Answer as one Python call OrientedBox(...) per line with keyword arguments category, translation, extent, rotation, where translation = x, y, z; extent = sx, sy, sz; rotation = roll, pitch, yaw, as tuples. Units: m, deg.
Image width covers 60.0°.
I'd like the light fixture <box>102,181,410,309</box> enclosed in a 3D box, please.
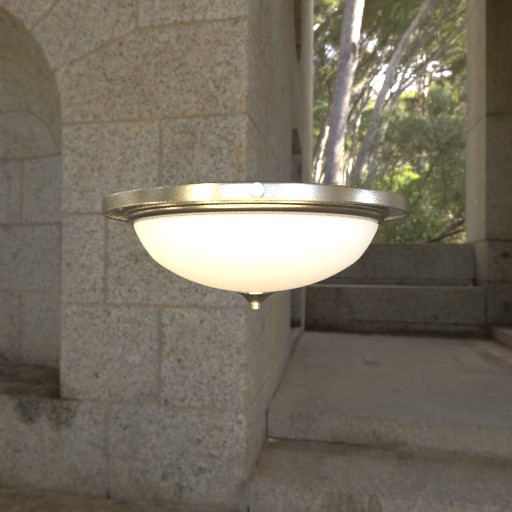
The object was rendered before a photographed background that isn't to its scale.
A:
OrientedBox(category="light fixture", translation=(0.000, 0.000, 0.549), extent=(0.361, 0.130, 0.361), rotation=(0, 0, 0))
